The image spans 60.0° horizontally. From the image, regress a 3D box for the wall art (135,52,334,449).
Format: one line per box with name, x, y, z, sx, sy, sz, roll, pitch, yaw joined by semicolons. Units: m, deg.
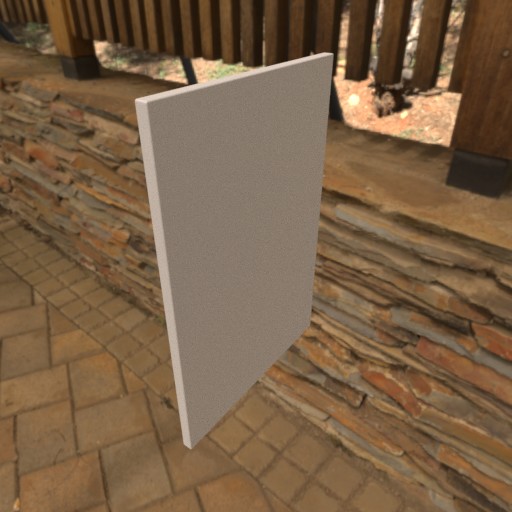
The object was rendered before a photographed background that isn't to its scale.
wall art;0.000;0.000;1.041;0.026;0.813;0.556;22;39;30
